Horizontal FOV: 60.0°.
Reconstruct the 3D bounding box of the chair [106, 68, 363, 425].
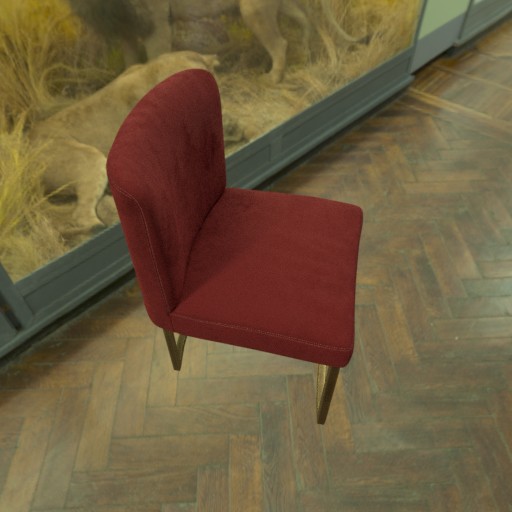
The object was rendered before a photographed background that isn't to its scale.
[{"bbox_3d":[0.000,0.000,1.205,0.560,0.824,0.530,9,47,8],"label":"chair"}]
